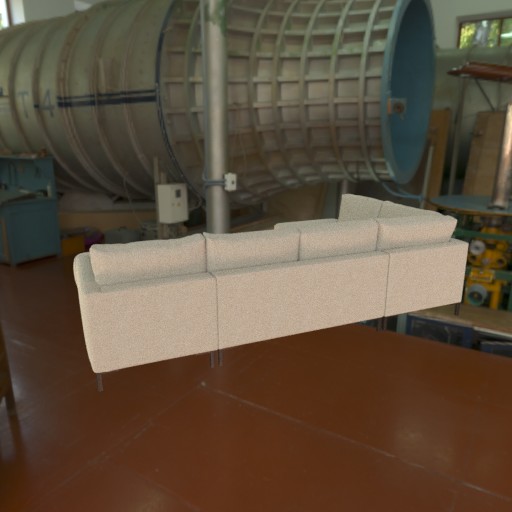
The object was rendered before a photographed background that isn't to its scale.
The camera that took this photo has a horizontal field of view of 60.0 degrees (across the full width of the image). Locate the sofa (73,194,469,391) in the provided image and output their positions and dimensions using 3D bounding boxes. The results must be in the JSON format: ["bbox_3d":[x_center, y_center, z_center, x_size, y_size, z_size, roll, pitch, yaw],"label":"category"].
[{"bbox_3d":[0.000,0.000,3.917,2.984,0.862,1.989,-7,17,-23],"label":"sofa"}]
